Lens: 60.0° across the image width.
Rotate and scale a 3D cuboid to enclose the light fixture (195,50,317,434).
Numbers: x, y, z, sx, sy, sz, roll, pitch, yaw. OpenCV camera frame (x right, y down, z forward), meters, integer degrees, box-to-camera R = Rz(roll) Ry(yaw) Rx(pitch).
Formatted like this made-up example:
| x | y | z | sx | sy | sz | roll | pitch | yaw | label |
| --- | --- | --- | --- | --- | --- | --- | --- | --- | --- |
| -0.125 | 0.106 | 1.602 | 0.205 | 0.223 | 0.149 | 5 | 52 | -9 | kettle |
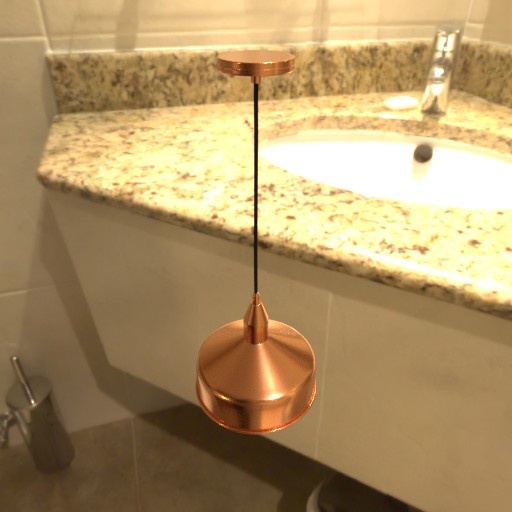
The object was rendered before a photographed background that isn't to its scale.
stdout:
| x | y | z | sx | sy | sz | roll | pitch | yaw | label |
| --- | --- | --- | --- | --- | --- | --- | --- | --- | --- |
| 0.000 | 0.000 | 0.906 | 0.301 | 0.754 | 0.301 | 22 | 39 | 30 | light fixture |
